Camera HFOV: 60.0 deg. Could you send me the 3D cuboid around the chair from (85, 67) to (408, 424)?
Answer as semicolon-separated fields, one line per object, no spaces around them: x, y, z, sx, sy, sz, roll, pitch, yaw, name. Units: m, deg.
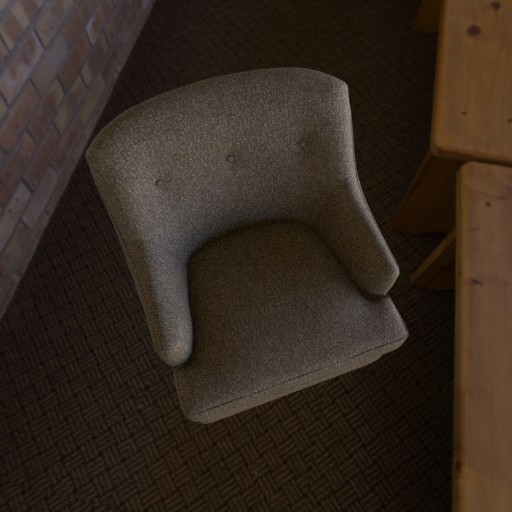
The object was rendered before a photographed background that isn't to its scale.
0.000;0.000;1.584;0.864;0.856;0.923;-18;65;-8;chair
